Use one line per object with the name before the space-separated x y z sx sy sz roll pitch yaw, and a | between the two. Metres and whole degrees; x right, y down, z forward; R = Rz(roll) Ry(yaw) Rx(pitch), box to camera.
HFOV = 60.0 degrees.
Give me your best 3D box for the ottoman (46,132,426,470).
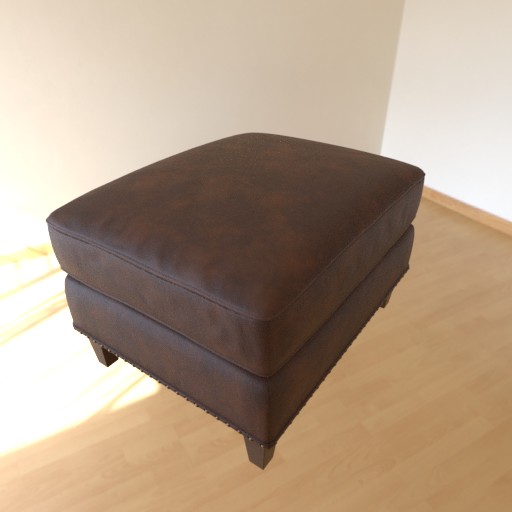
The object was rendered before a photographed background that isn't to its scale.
ottoman | 0.000 0.000 1.116 0.586 0.486 0.742 20 37 30
